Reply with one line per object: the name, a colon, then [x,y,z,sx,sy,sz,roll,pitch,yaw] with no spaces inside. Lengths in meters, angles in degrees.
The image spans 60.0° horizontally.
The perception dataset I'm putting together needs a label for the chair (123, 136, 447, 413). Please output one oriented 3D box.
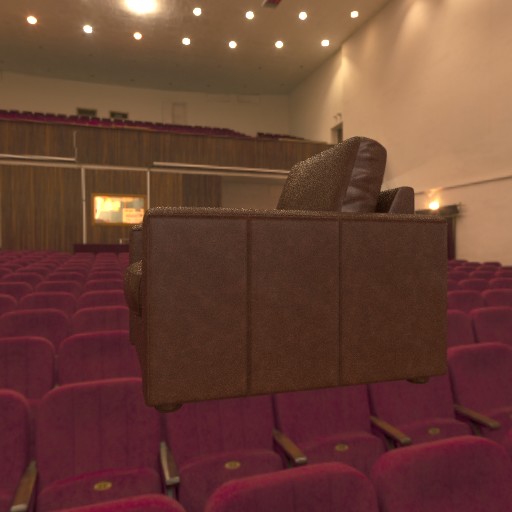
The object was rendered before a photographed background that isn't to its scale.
chair: [0.000,0.000,1.779,1.016,0.873,1.005,0,0,-18]
